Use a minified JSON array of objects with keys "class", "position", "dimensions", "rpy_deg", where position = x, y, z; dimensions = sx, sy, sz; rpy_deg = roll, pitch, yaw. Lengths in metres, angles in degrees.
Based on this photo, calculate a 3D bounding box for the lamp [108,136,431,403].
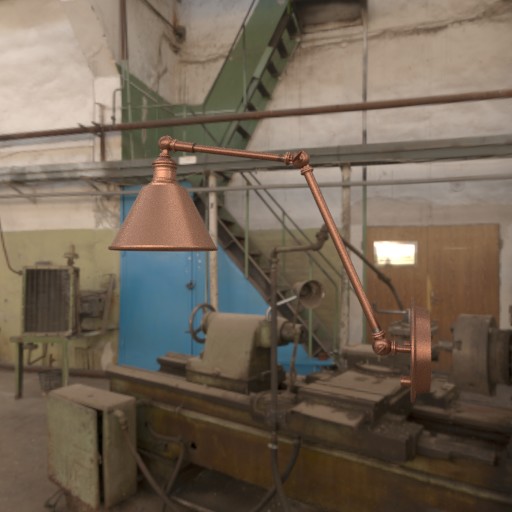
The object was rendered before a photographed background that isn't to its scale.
[{"class":"lamp","position":[0.000,0.000,0.858],"dimensions":[0.624,0.502,0.223],"rpy_deg":[0,0,18]}]
